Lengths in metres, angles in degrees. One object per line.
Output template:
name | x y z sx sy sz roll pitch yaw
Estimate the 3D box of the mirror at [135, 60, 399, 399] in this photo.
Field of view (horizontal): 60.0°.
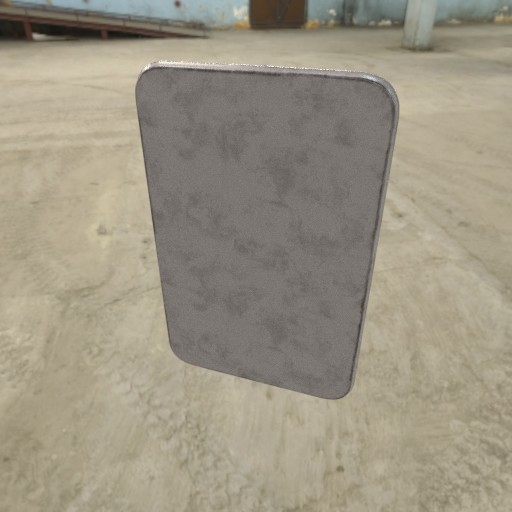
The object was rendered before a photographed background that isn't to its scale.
mirror | 0.000 0.000 0.895 0.461 0.713 0.024 10 33 16
